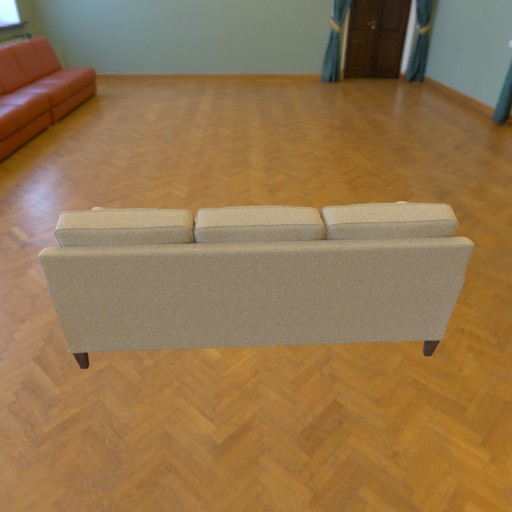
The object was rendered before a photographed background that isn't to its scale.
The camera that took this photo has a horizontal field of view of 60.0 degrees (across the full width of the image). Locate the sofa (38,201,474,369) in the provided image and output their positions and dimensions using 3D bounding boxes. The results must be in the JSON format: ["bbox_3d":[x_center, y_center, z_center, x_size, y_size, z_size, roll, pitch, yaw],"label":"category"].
[{"bbox_3d":[0.000,0.000,2.808,2.246,1.003,1.084,-1,31,-2],"label":"sofa"}]
